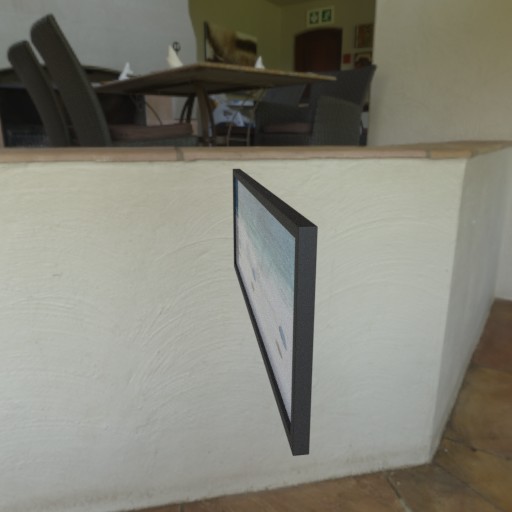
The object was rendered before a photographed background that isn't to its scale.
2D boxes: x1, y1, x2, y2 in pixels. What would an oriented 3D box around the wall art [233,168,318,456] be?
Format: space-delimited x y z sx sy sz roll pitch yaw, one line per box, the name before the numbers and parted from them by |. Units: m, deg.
wall art | 0.000 0.000 1.732 0.041 0.554 1.572 -2 16 -8
